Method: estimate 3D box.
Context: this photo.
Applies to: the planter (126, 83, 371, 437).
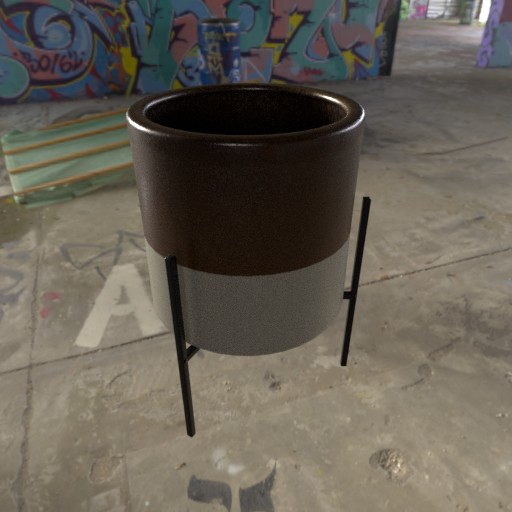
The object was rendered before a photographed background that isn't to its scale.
[{"bbox_3d":[0.000,0.000,0.565,0.269,0.375,0.255,0,32,-1],"label":"planter"}]
